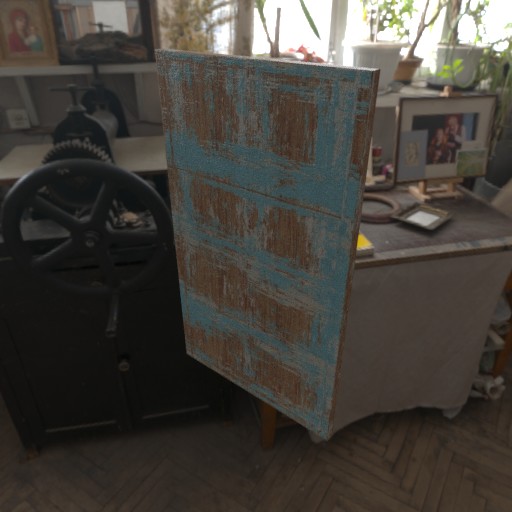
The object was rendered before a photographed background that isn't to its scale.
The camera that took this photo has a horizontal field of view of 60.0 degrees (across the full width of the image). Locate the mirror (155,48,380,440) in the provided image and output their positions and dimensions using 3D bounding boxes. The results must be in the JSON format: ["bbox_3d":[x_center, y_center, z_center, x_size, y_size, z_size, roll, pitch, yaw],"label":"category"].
[{"bbox_3d":[0.000,0.000,1.472,0.707,1.213,0.083,22,37,32],"label":"mirror"}]
